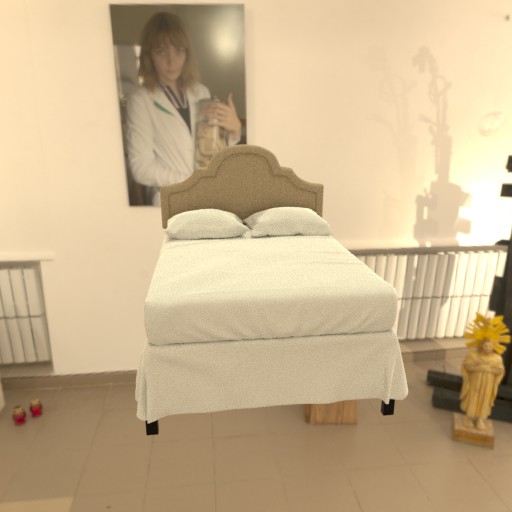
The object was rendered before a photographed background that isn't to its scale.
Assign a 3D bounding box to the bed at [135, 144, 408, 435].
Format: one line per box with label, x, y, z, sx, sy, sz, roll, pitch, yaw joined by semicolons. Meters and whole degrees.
bed;0.000;0.000;3.505;1.780;1.634;2.222;-2;17;-7
